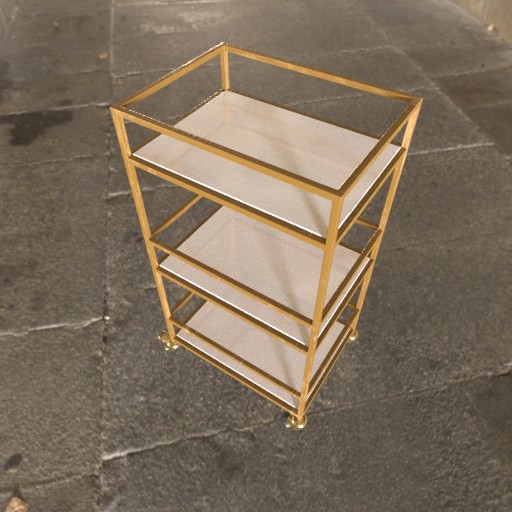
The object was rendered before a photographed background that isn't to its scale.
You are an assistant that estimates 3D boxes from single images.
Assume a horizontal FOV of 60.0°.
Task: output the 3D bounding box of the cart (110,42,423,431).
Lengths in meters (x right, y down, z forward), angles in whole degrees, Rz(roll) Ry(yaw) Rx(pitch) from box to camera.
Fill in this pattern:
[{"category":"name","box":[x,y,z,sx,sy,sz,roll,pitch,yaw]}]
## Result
[{"category":"cart","box":[0.000,0.000,1.003,0.483,0.761,0.332,26,52,22]}]
